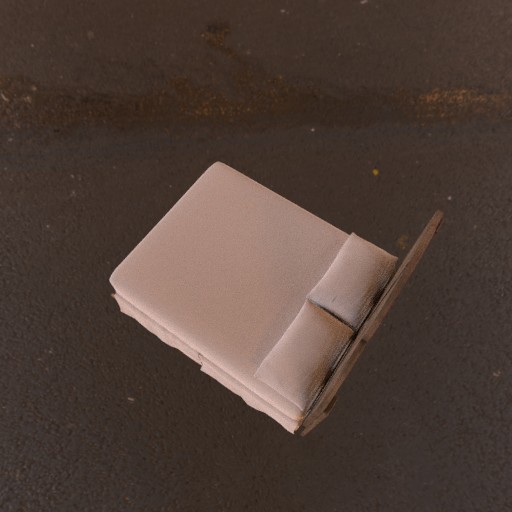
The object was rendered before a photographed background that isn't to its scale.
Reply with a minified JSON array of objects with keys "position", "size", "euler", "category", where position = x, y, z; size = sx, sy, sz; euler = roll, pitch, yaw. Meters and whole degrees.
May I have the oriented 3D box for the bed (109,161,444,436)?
[{"position":[0.000,0.000,3.524],"size":[2.138,2.019,1.713],"euler":[32,68,15],"category":"bed"}]
